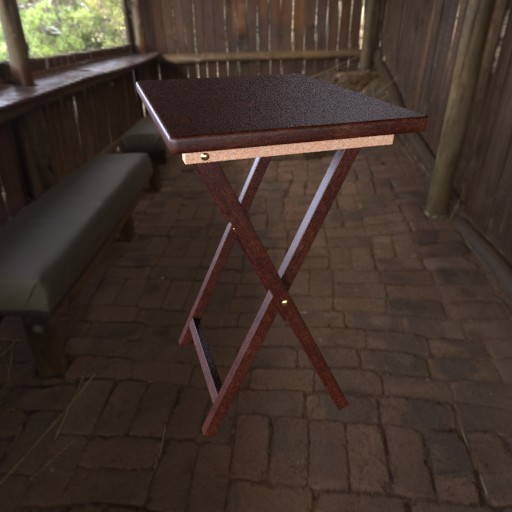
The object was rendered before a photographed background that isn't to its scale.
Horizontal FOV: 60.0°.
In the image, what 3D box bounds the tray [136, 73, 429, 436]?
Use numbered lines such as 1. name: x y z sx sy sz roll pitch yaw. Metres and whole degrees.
1. tray: 0.000 0.000 0.954 0.381 0.660 0.483 -9 31 -16
